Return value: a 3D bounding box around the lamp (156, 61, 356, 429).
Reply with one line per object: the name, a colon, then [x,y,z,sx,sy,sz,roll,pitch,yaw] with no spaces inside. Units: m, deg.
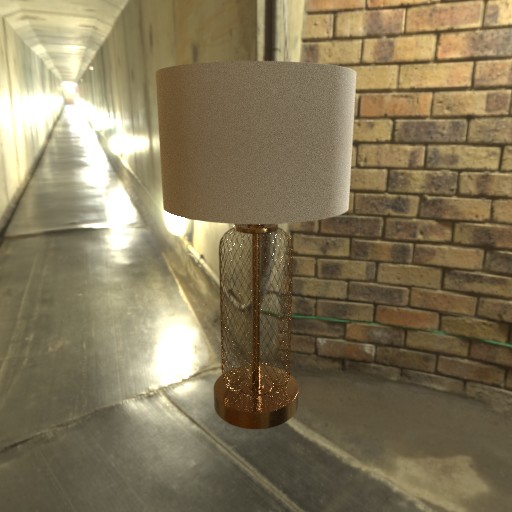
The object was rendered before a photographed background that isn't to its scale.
lamp: [0.000,0.000,0.635,0.252,0.483,0.252,3,16,10]
